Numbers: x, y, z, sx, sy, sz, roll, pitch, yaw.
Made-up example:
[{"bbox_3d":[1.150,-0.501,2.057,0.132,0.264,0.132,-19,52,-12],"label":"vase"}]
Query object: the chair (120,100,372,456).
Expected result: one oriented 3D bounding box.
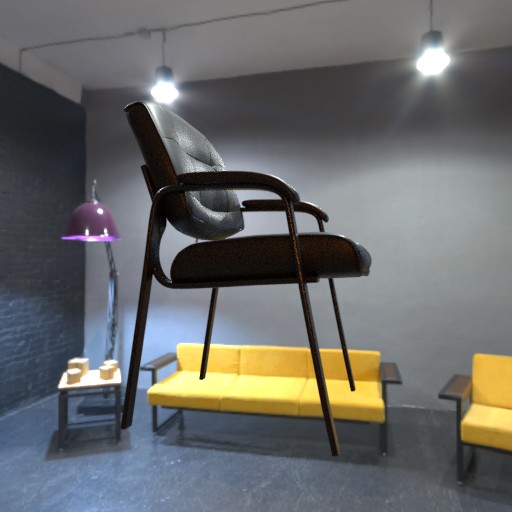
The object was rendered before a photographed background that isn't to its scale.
[{"bbox_3d":[0.000,0.000,1.335,0.668,0.910,0.591,0,-1,17],"label":"chair"}]
